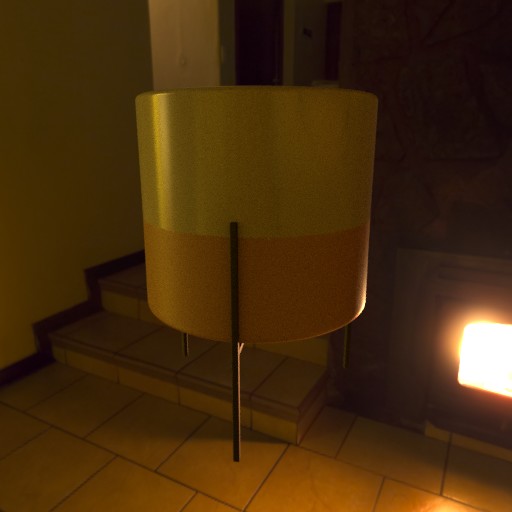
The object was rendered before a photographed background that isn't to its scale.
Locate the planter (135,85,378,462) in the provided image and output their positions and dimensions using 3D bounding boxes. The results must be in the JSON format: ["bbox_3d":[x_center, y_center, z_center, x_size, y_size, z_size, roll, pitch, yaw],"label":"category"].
[{"bbox_3d":[0.000,0.000,0.706,0.348,0.480,0.360,2,16,8],"label":"planter"}]
